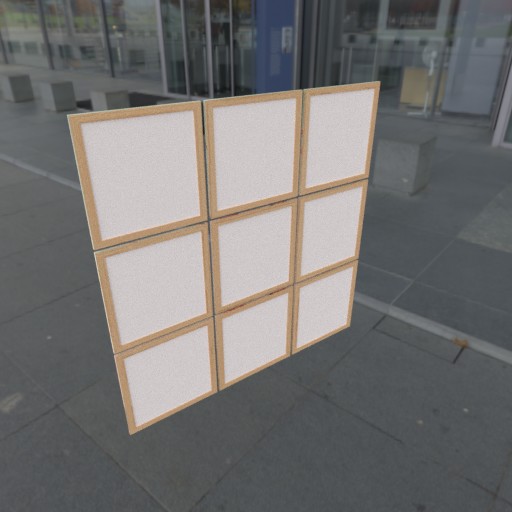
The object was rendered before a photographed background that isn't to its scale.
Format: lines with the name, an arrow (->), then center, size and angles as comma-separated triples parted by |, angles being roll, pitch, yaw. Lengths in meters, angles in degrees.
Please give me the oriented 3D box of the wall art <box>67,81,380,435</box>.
wall art -> 0.000, 0.000, 2.204 | 1.517, 1.523, 0.013 | -18, 33, -30
